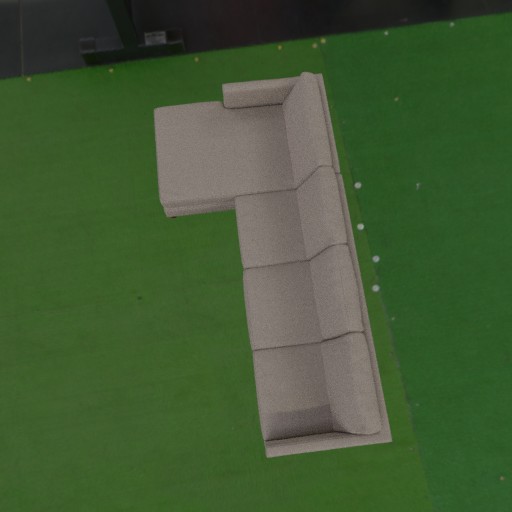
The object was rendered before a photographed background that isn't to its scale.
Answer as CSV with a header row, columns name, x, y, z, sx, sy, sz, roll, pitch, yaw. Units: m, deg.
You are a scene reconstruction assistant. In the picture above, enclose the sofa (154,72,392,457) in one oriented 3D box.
name,x,y,z,sx,sy,sz,roll,pitch,yaw
sofa,0.000,0.000,3.855,1.625,0.846,3.186,-7,74,-2
